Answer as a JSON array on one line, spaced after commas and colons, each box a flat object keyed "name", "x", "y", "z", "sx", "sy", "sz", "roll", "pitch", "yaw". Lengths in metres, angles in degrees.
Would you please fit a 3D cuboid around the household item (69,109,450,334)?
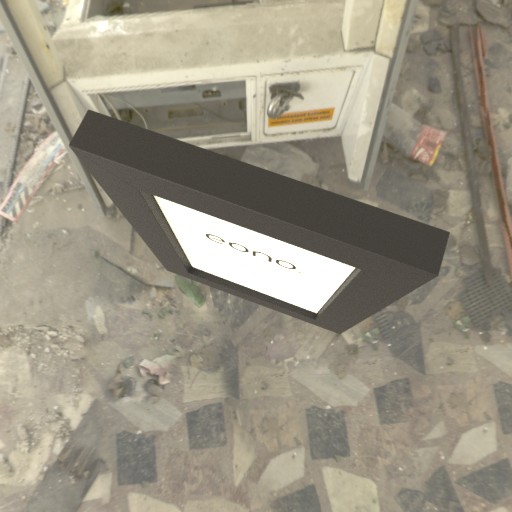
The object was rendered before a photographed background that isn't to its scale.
[{"name": "household item", "x": 0.000, "y": 0.000, "z": 0.236, "sx": 0.133, "sy": 0.178, "sz": 0.022, "roll": 20, "pitch": 75, "yaw": 6}]
